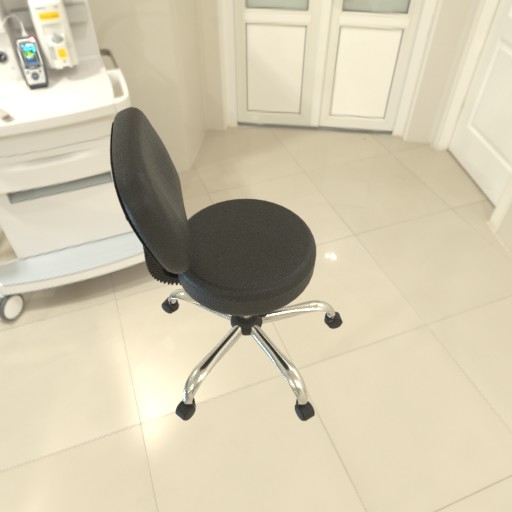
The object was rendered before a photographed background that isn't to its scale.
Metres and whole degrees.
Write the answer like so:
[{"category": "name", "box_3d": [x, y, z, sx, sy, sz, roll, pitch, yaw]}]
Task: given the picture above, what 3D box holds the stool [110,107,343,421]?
[{"category": "stool", "box_3d": [0.000, 0.000, 1.292, 0.648, 0.862, 0.673, -10, 46, -10]}]
